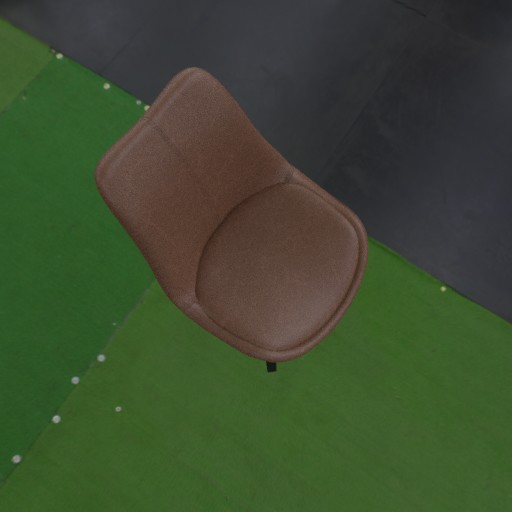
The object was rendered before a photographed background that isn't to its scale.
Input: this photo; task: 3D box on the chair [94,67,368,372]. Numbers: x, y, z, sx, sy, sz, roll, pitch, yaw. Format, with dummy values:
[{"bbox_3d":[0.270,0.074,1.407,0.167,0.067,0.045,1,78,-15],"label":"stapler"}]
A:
[{"bbox_3d":[0.000,0.000,1.188,0.550,0.850,0.475,35,78,9],"label":"chair"}]
